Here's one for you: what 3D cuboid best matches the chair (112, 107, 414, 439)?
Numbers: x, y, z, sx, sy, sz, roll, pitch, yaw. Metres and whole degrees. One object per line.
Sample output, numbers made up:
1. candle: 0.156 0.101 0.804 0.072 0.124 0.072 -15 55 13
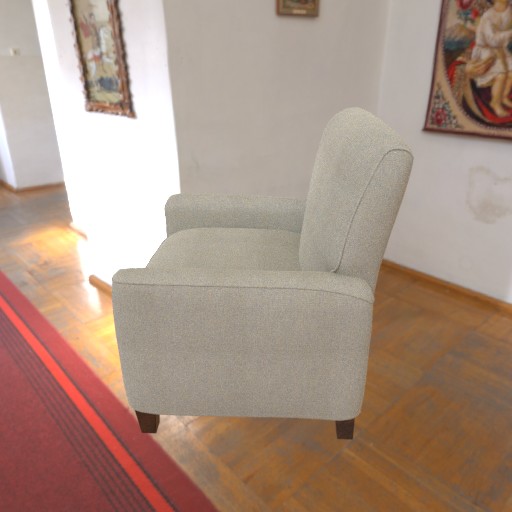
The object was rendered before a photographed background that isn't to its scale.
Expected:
1. chair: 0.000 0.000 1.625 0.853 1.006 0.850 1 25 2
